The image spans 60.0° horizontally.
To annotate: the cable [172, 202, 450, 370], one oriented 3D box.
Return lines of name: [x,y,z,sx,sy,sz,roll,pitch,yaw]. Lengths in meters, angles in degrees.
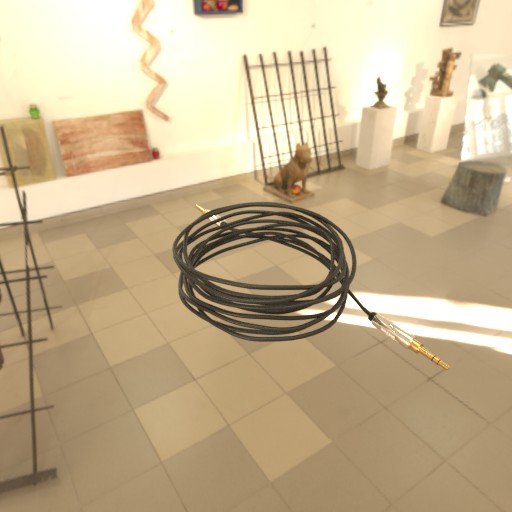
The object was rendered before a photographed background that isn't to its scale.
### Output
cable: [0.000,0.000,0.496,0.198,0.069,0.432,-19,35,-29]
